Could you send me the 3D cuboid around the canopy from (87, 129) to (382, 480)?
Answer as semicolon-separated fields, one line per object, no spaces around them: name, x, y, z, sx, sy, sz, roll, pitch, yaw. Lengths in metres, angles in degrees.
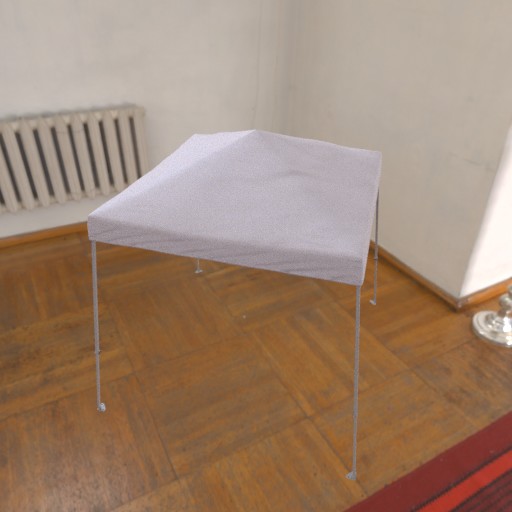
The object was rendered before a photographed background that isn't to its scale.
canopy;0.000;0.000;4.973;2.850;2.850;2.849;9;34;14
